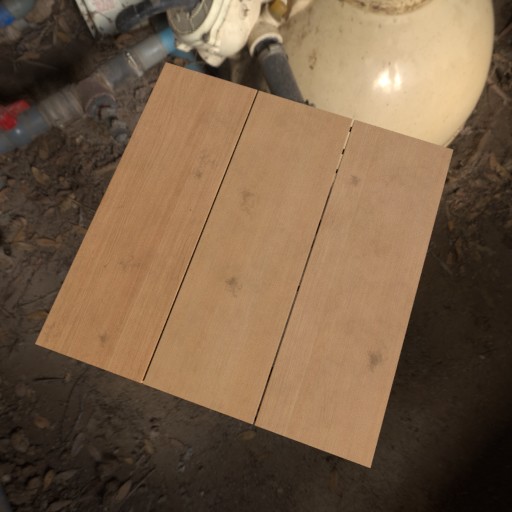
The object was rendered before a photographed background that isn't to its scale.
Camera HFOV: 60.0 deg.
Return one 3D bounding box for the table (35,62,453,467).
[{"bbox_3d":[0.000,0.000,1.682,1.100,0.400,1.100,19,76,5],"label":"table"}]
